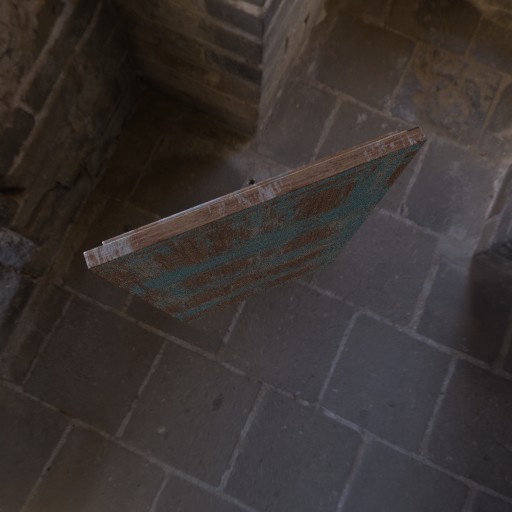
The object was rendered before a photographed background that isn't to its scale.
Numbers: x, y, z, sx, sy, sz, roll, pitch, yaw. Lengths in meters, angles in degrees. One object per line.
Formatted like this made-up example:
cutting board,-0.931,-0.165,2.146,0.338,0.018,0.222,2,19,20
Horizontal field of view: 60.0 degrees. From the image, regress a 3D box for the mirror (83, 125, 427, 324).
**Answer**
mirror,0.000,0.000,1.458,0.707,1.213,0.083,-22,77,-5
